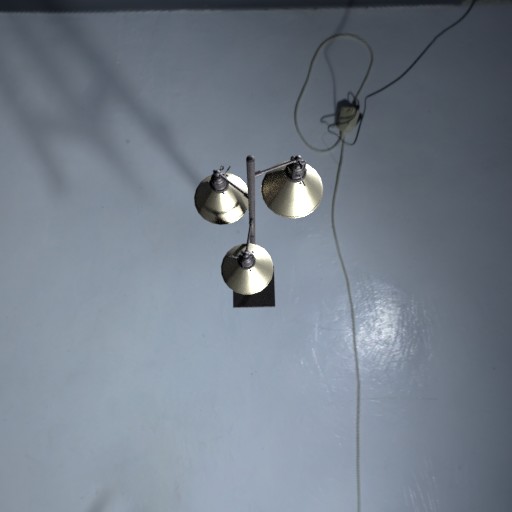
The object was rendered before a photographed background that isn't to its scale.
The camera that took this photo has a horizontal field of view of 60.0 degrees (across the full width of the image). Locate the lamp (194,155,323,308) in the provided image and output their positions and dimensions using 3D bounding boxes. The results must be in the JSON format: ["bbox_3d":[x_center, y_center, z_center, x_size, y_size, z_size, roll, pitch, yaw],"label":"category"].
[{"bbox_3d":[0.000,0.000,1.911,0.428,1.716,0.415,-2,75,0],"label":"lamp"}]
